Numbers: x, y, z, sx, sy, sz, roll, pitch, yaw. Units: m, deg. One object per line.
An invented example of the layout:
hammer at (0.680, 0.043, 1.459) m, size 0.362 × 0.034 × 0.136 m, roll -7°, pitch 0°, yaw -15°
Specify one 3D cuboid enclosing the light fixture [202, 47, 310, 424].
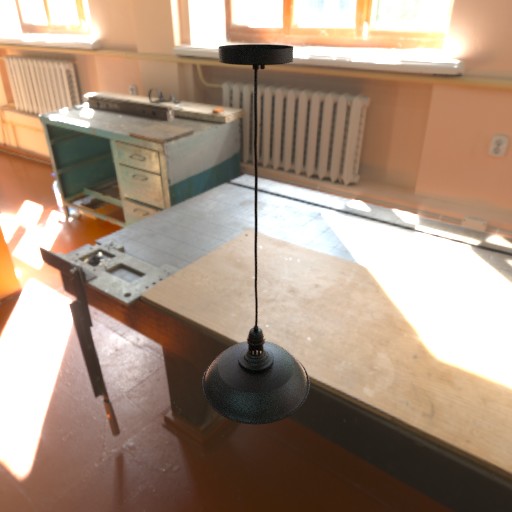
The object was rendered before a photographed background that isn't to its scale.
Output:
light fixture at (0.000, 0.000, 1.161) m, size 0.331 × 0.993 × 0.331 m, roll -9°, pitch 30°, yaw -17°
